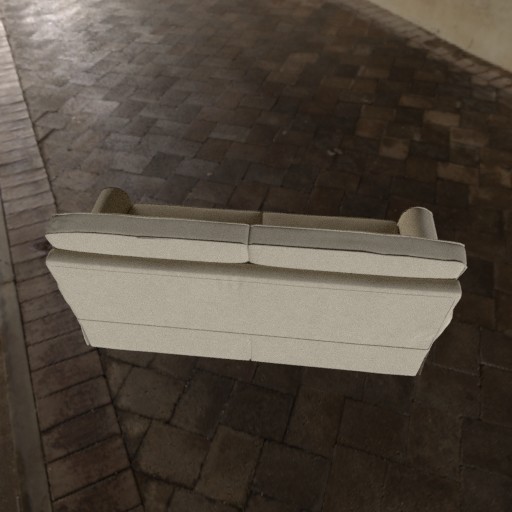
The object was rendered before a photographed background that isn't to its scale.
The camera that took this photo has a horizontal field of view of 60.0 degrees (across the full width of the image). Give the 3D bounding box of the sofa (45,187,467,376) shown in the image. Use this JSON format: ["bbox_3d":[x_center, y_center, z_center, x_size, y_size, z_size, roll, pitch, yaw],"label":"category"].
[{"bbox_3d":[0.000,0.000,2.738,2.246,1.014,0.900,4,47,4],"label":"sofa"}]
